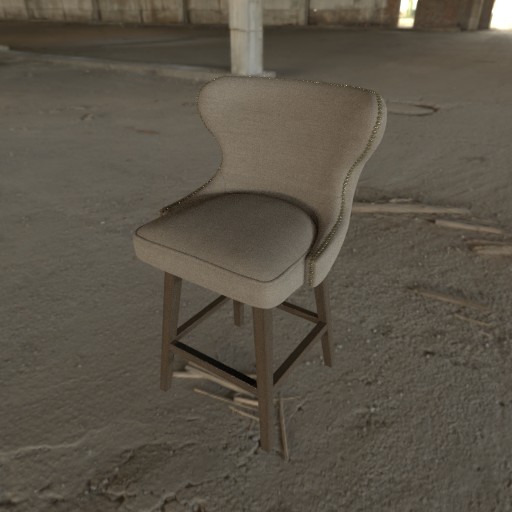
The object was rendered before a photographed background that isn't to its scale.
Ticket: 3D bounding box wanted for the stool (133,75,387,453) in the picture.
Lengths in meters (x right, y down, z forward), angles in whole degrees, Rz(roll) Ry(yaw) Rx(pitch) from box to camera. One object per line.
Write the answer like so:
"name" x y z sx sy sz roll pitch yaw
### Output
"stool" 0.000 0.000 1.385 0.615 0.972 0.597 19 35 29
